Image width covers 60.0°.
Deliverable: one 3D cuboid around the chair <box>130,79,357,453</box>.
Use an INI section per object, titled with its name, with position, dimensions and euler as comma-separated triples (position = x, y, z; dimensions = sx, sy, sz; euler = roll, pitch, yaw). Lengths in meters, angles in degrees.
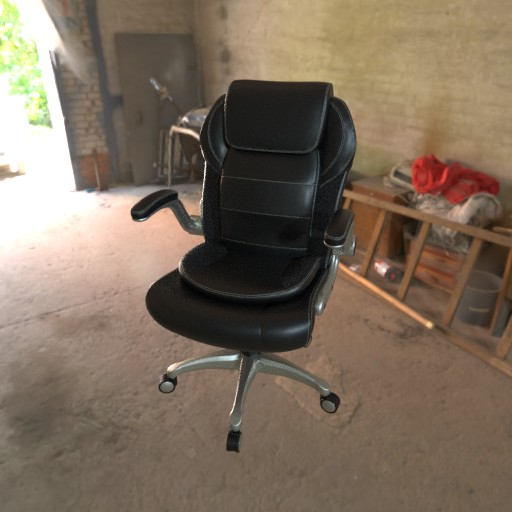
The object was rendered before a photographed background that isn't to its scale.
[chair]
position = 0.000, 0.000, 1.615
dimensions = 0.724, 1.141, 0.801
euler = 8, 28, 17
